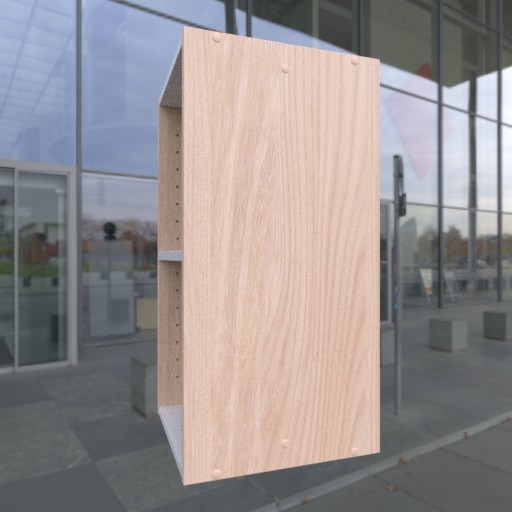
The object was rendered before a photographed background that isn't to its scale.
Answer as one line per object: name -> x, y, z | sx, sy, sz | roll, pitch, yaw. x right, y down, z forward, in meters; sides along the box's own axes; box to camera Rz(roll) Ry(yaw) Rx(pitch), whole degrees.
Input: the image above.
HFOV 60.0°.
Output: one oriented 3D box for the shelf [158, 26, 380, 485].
shelf -> 0.000, 0.000, 0.757 | 0.297, 0.594, 0.290 | 0, 0, -19
